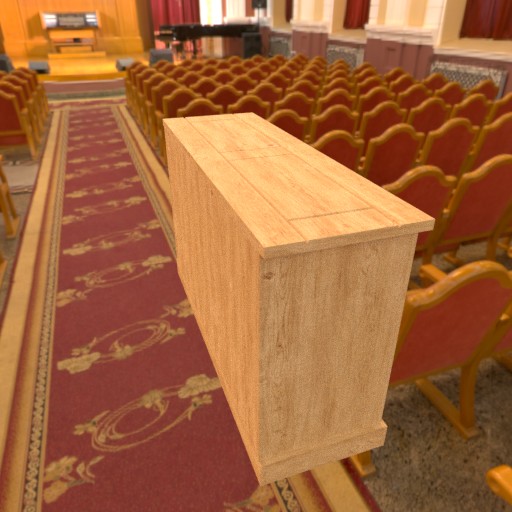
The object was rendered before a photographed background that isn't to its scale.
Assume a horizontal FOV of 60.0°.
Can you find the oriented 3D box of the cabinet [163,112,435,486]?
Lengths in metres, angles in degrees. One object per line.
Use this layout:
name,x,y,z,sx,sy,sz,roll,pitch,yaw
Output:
cabinet,0.000,0.000,1.725,0.432,0.810,1.321,-10,30,-17
